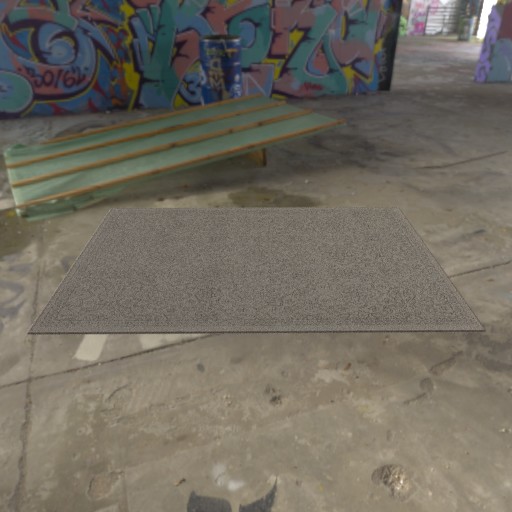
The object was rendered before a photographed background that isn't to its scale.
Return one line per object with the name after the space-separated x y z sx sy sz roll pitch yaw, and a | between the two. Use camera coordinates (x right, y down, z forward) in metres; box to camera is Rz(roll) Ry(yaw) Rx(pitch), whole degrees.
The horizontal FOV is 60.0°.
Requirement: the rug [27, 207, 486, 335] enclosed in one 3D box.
0.000 0.000 2.286 1.829 0.010 1.219 0 30 0 | rug
